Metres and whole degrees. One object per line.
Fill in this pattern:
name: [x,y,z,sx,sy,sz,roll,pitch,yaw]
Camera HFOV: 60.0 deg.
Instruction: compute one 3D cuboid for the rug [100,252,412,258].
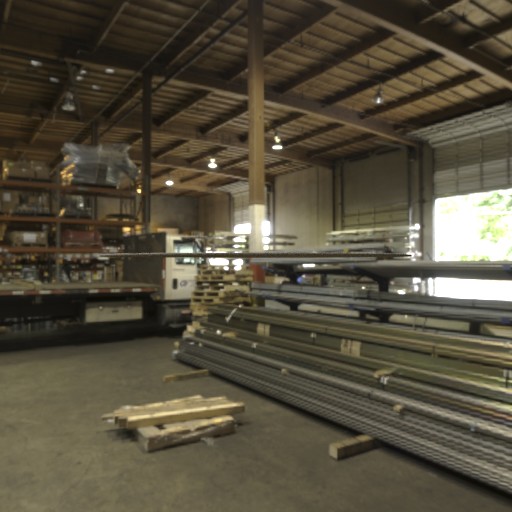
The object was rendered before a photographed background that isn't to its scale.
rug: [0.000,0.000,2.401,1.598,0.010,1.598,0,-1,0]
